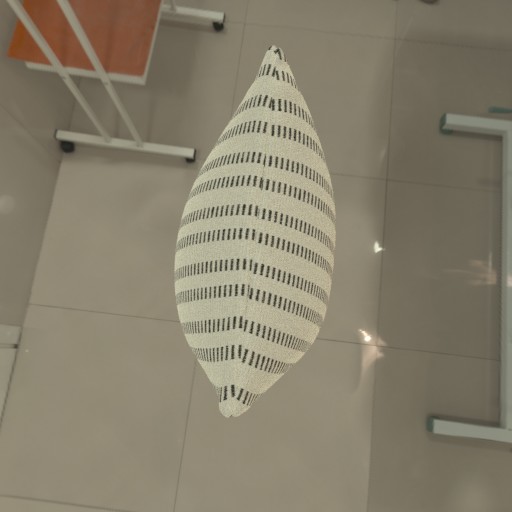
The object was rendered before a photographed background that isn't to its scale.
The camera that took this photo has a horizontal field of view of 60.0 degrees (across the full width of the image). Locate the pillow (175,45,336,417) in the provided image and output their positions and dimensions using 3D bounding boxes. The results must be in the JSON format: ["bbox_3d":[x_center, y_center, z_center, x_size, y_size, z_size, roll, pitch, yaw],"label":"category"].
[{"bbox_3d":[0.000,0.000,0.689,0.247,0.419,0.438,7,78,1],"label":"pillow"}]
